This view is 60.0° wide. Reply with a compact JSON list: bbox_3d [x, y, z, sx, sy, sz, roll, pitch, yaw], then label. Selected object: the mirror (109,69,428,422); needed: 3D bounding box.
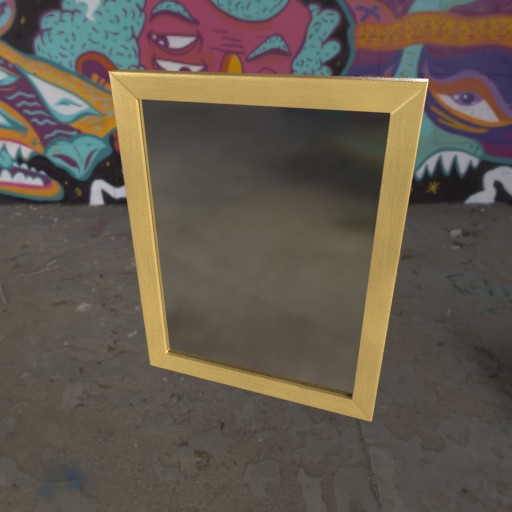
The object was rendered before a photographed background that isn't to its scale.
[{"bbox_3d":[0.000,0.000,0.668,0.405,0.508,0.041,9,29,17],"label":"mirror"}]
